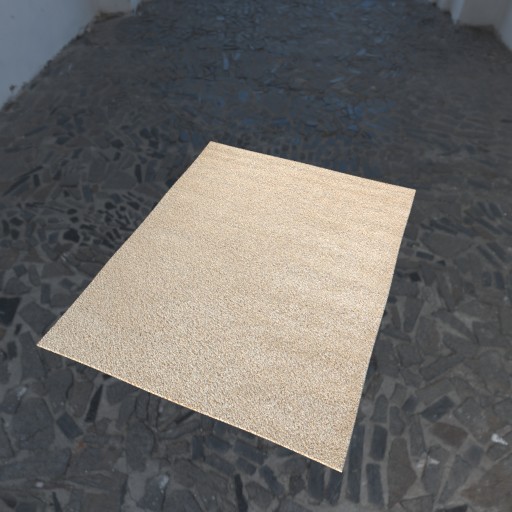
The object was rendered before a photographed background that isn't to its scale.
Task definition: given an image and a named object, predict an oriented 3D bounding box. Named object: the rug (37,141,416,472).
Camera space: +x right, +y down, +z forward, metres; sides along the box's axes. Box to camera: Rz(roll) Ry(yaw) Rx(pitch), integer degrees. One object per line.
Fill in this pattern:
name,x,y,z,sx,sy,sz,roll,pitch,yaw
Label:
rug,0.000,0.000,4.032,2.400,0.026,3.000,17,50,15
